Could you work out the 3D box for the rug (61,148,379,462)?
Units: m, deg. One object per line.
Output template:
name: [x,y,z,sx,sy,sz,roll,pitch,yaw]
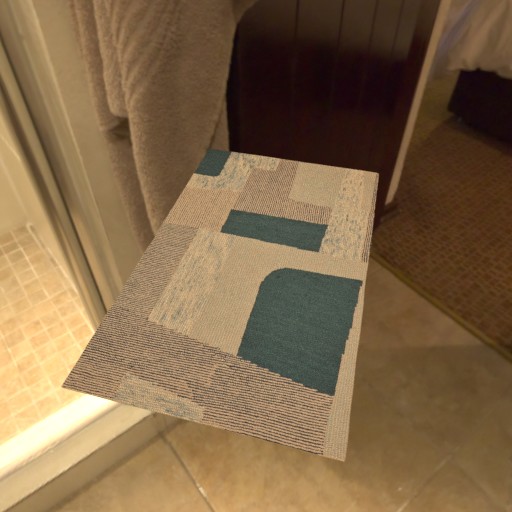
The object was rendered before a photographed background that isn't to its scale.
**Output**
rug: [0.000,0.000,3.062,1.521,0.015,2.436,11,46,10]
